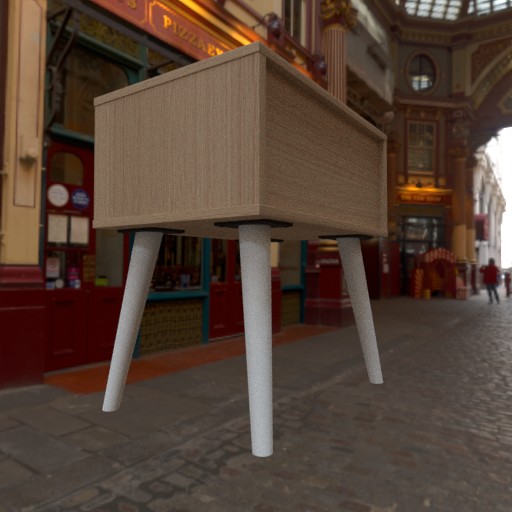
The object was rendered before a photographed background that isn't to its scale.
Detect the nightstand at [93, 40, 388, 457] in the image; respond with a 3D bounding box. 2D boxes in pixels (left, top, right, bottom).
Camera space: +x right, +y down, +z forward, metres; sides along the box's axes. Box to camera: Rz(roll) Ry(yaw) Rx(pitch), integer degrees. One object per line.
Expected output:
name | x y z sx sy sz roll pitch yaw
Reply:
nightstand | 0.000 0.000 0.987 0.407 0.610 0.571 -1 -2 35
